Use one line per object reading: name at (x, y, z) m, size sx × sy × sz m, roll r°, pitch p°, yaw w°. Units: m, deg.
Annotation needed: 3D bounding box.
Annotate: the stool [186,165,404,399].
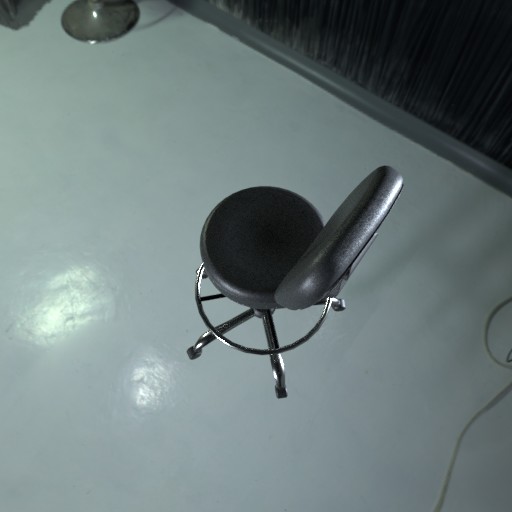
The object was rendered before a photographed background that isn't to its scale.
stool at (0.000, 0.000, 1.510) m, size 0.658 × 1.069 × 0.694 m, roll 33°, pitch 68°, yaw 15°
